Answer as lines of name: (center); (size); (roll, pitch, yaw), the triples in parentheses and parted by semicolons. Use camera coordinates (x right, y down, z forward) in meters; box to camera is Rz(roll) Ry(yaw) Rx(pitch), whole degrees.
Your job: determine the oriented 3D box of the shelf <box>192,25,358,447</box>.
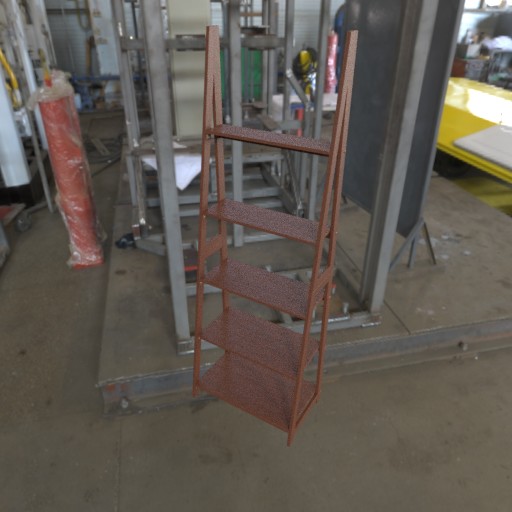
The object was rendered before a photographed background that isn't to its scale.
shelf: (0.000, 0.000, 1.947); (0.600, 1.770, 0.350); (17, 34, 27)
